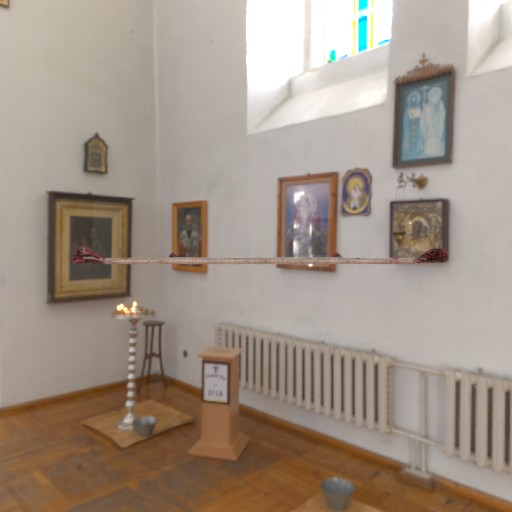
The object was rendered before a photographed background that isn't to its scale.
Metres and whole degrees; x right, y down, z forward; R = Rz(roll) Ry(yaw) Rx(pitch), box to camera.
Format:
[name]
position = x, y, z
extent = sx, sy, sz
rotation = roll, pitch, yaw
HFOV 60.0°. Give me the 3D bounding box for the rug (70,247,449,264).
[rug]
position = 0.000, 0.000, 2.638
extent = 1.444, 0.067, 2.069
rotation = 0, 0, -1
